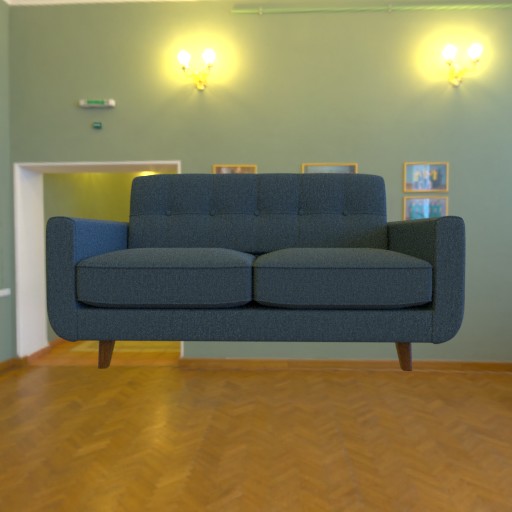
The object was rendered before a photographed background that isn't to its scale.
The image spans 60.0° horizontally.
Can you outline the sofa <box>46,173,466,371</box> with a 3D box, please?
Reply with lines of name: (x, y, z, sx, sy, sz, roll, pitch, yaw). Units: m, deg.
sofa: (0.000, 0.000, 2.188, 1.651, 0.896, 0.942, 0, 2, 2)
